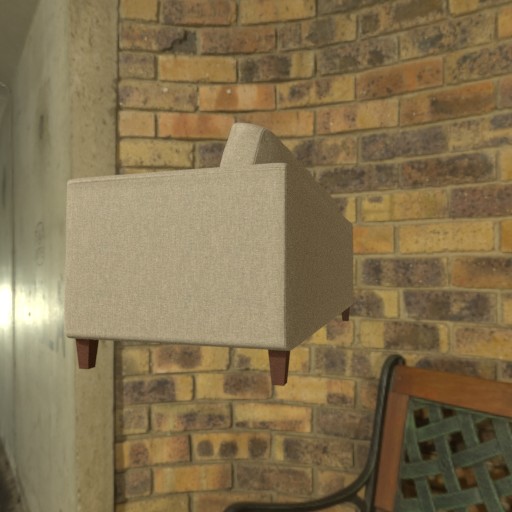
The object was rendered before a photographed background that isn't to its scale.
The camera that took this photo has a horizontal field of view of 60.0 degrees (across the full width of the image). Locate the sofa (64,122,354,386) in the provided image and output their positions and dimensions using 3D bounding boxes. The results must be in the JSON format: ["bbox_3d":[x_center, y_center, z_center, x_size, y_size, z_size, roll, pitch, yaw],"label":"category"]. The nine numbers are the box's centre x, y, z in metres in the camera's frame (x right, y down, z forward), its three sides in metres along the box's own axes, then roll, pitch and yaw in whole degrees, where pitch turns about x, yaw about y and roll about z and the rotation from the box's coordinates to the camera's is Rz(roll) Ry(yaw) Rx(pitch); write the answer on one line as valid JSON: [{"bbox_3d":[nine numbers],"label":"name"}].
[{"bbox_3d":[0.000,0.000,2.657,0.956,0.963,2.208,-1,-2,18],"label":"sofa"}]
